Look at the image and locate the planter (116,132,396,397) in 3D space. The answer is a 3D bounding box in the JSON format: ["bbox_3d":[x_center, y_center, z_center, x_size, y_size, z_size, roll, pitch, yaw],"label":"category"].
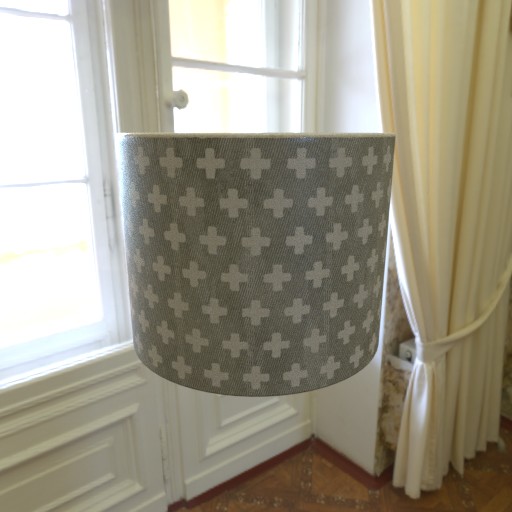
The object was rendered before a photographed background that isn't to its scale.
[{"bbox_3d":[0.000,0.000,0.339,0.190,0.181,0.190,0,16,0],"label":"planter"}]
